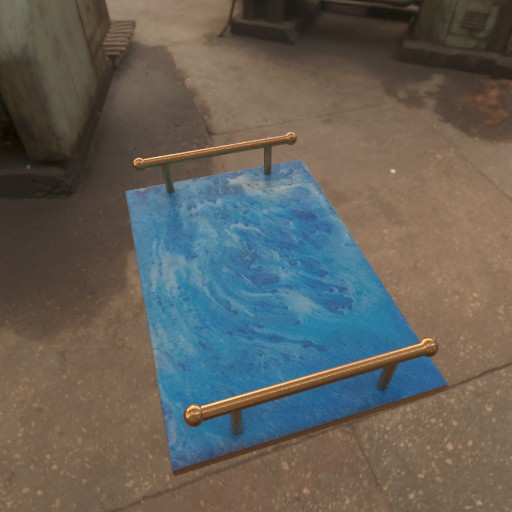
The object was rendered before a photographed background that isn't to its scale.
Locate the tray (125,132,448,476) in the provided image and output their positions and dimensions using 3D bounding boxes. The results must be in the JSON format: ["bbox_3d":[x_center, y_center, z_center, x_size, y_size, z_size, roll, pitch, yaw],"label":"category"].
[{"bbox_3d":[0.000,0.000,0.578,0.304,0.084,0.444,-13,48,-12],"label":"tray"}]
